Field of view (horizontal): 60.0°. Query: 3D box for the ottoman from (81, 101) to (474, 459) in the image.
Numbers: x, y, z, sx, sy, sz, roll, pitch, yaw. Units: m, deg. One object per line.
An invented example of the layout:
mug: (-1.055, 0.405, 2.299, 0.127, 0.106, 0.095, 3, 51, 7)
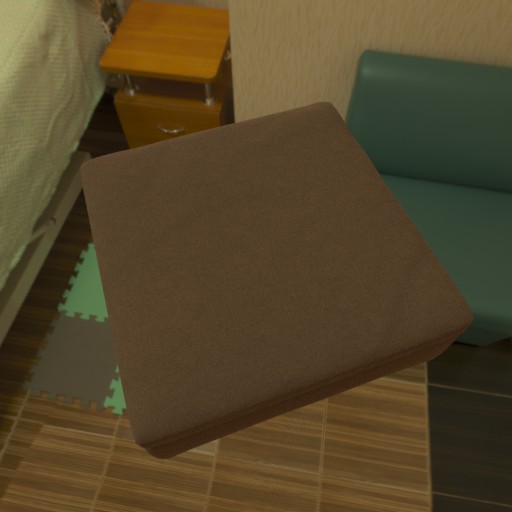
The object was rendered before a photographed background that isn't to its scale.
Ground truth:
ottoman: (0.000, 0.000, 1.796, 1.181, 0.470, 1.181, -17, 59, -10)
